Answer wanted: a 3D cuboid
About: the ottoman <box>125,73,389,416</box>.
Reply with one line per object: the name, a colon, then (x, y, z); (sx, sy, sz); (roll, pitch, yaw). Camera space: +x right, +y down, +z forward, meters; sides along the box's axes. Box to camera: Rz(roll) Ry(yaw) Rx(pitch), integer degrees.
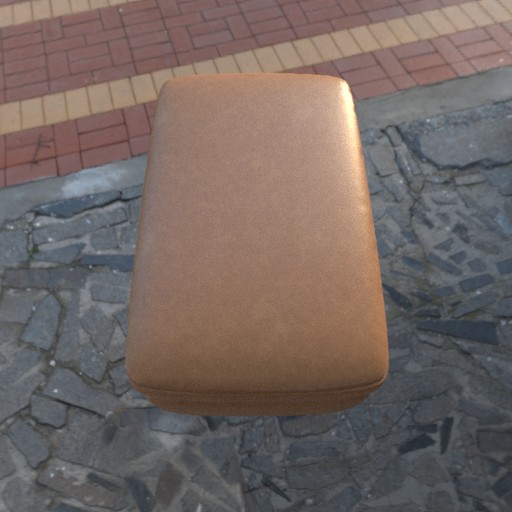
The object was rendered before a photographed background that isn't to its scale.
ottoman: (0.000, 0.000, 0.980); (0.420, 0.480, 0.670); (0, 63, 0)
